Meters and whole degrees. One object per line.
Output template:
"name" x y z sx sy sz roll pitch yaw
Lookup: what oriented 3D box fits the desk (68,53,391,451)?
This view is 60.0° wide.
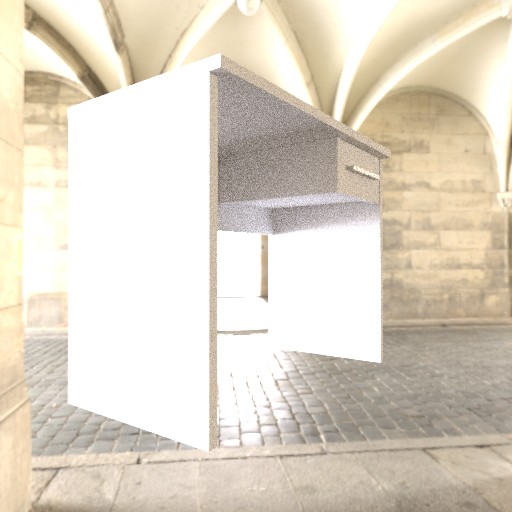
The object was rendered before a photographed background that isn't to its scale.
"desk" 0.000 0.000 1.312 0.498 0.729 0.900 0 0 36
